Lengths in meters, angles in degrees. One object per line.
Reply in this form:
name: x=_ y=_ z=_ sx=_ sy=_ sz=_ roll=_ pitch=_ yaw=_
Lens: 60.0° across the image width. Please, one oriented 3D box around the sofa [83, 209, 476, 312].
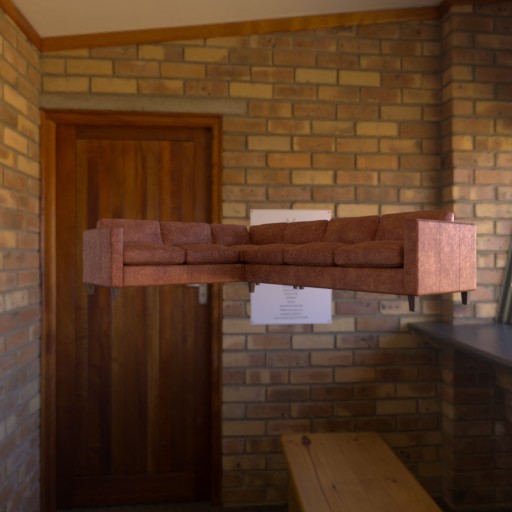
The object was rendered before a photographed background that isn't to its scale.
sofa: x=0.000 y=0.000 z=4.370 sx=2.438 sy=0.838 sz=3.150 roll=0 pitch=0 yaw=-37
